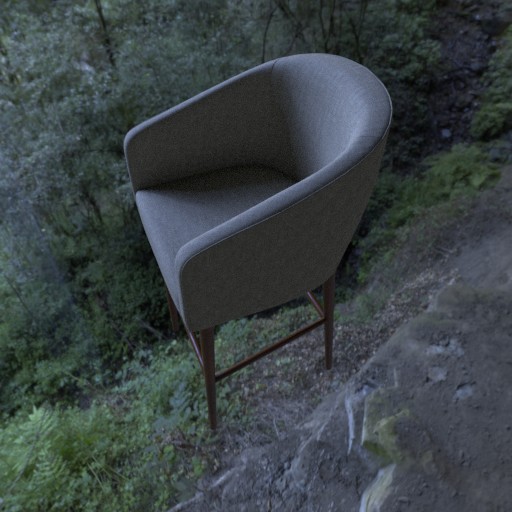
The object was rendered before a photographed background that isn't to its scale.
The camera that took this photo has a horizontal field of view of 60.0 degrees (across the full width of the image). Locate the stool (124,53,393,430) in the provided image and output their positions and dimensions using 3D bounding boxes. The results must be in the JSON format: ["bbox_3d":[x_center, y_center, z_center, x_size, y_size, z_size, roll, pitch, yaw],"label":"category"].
[{"bbox_3d":[0.000,0.000,1.392,0.607,1.078,0.559,-18,48,-16],"label":"stool"}]
